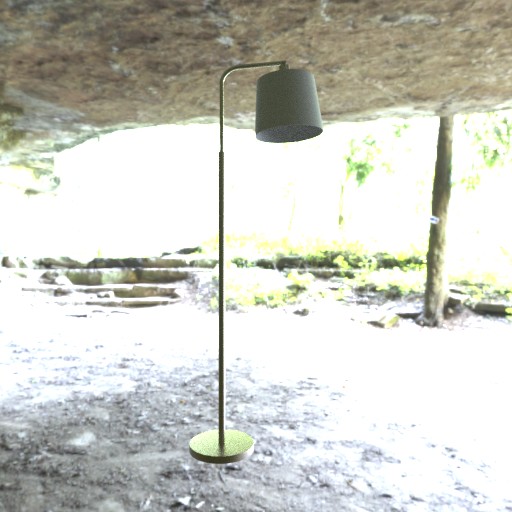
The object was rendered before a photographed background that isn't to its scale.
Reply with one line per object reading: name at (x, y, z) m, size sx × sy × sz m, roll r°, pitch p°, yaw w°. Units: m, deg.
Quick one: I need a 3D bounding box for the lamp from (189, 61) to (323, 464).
lamp at (0.000, 0.000, 1.687) m, size 0.508 × 1.478 × 0.254 m, roll 0°, pitch 0°, yaw 2°
